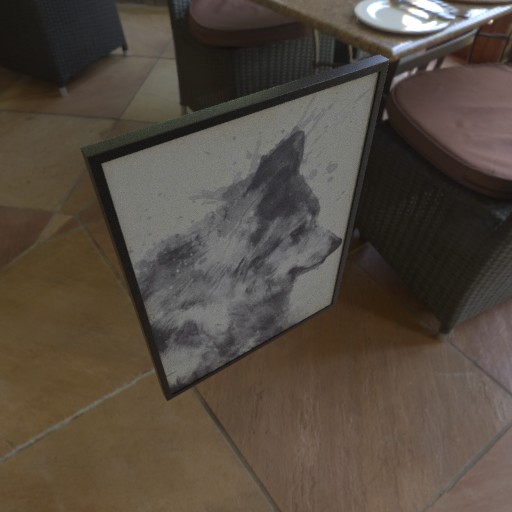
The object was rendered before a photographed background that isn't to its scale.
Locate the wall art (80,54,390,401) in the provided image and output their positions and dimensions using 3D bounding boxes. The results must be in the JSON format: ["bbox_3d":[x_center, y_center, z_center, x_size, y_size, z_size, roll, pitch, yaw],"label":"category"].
[{"bbox_3d":[0.000,0.000,1.401,0.804,1.061,0.039,-25,52,-22],"label":"wall art"}]
